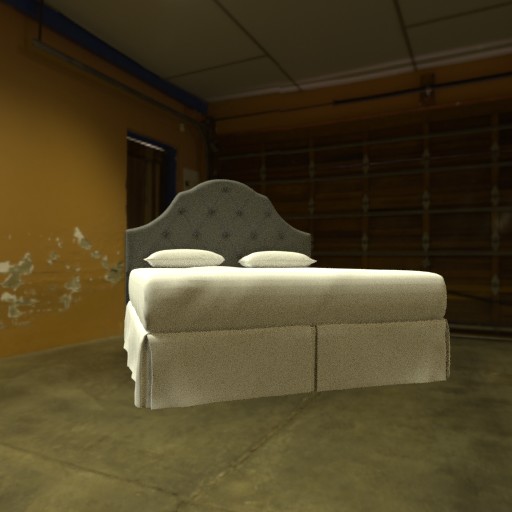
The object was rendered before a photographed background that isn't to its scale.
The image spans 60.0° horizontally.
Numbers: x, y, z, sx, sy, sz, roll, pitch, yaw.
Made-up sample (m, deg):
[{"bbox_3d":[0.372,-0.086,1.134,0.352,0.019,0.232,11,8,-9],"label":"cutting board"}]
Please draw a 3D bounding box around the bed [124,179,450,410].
[{"bbox_3d":[0.000,0.000,3.576,2.008,1.615,2.214,0,-1,-18],"label":"bed"}]
